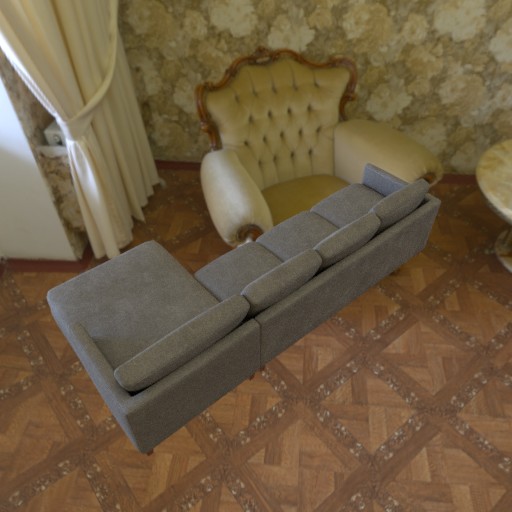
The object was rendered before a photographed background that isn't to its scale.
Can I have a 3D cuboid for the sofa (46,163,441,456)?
[{"bbox_3d":[0.000,0.000,4.140,3.471,0.950,1.604,-30,52,-28],"label":"sofa"}]
